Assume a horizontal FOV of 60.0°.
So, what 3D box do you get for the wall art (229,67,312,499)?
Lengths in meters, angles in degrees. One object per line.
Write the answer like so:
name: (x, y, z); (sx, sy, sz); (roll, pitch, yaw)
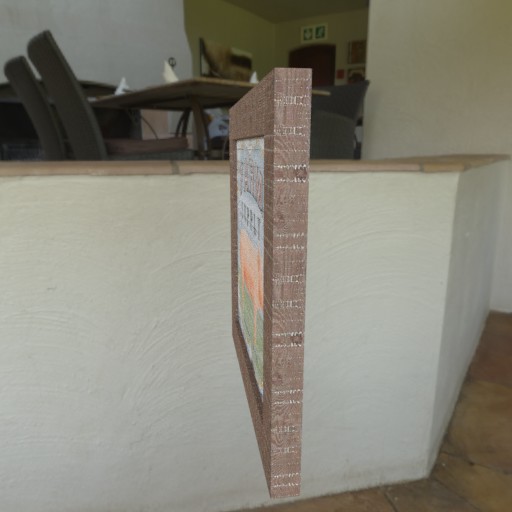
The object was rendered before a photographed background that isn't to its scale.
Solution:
wall art: (0.000, 0.000, 0.779); (0.040, 0.531, 0.531); (-2, 14, -8)
